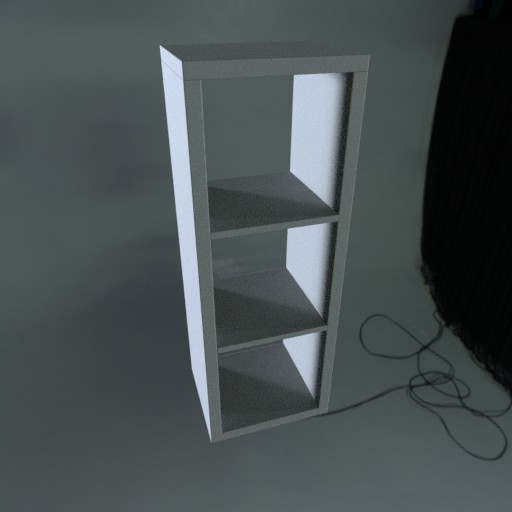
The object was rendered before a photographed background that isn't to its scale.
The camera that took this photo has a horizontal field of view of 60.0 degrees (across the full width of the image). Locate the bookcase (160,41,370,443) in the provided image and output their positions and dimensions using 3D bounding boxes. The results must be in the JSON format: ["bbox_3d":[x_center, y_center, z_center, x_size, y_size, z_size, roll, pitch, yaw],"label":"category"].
[{"bbox_3d":[0.000,0.000,1.273,0.390,1.080,0.330,-9,32,-15],"label":"bookcase"}]
